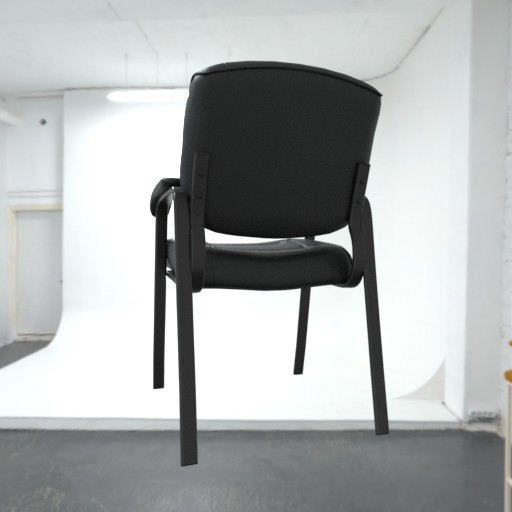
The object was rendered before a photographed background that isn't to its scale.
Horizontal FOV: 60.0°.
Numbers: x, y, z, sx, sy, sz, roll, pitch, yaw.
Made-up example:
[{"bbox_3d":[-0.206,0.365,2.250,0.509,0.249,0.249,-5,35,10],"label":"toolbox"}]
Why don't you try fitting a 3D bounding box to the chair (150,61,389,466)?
[{"bbox_3d":[0.000,0.000,1.322,0.591,0.910,0.668,-1,2,-19],"label":"chair"}]
